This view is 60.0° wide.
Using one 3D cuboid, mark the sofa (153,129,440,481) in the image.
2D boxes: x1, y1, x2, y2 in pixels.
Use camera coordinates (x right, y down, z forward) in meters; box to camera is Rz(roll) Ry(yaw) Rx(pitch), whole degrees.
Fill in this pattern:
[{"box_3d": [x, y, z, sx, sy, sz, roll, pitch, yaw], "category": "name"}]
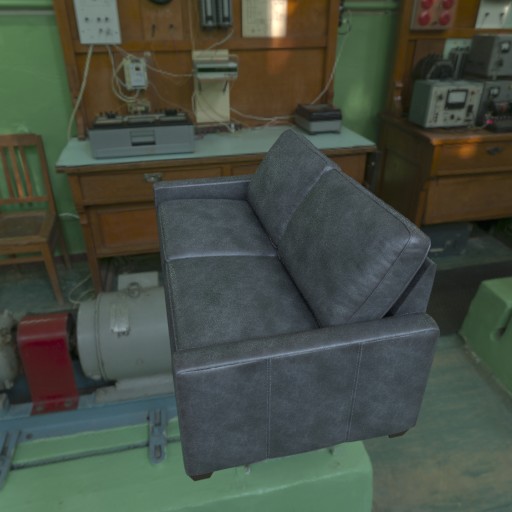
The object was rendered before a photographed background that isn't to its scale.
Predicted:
[{"box_3d": [0.000, 0.000, 2.225, 0.939, 0.916, 1.732, -7, 31, -12], "category": "sofa"}]
